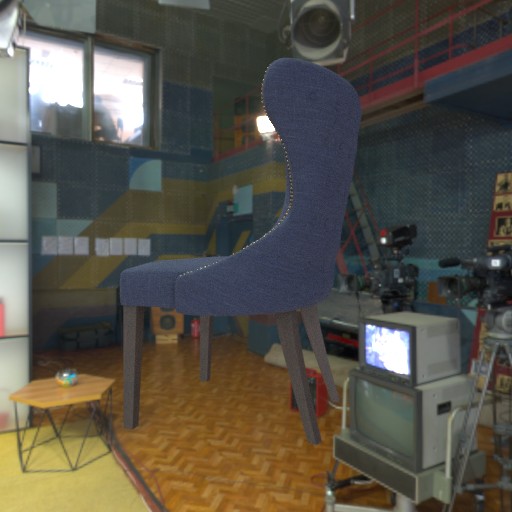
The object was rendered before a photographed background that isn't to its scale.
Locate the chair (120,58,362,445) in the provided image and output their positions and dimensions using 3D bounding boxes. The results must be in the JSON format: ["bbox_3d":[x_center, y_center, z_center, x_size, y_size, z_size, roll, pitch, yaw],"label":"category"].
[{"bbox_3d":[0.000,0.000,1.387,0.635,0.967,0.628,0,1,19],"label":"chair"}]
